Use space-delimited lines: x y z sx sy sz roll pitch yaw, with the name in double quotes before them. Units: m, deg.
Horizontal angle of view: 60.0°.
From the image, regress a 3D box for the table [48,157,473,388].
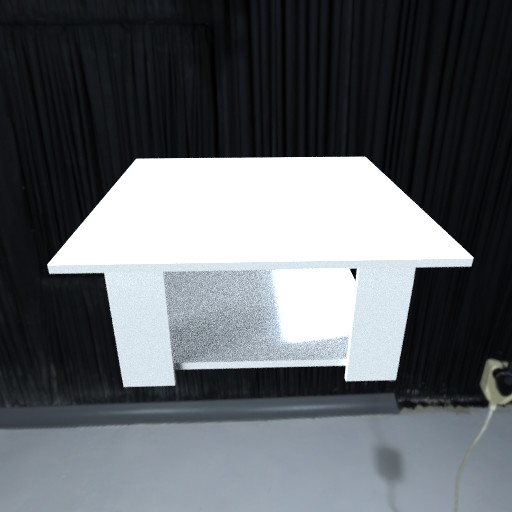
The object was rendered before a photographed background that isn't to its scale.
"table" 0.000 0.000 1.065 0.670 0.305 0.670 -1 26 -2
